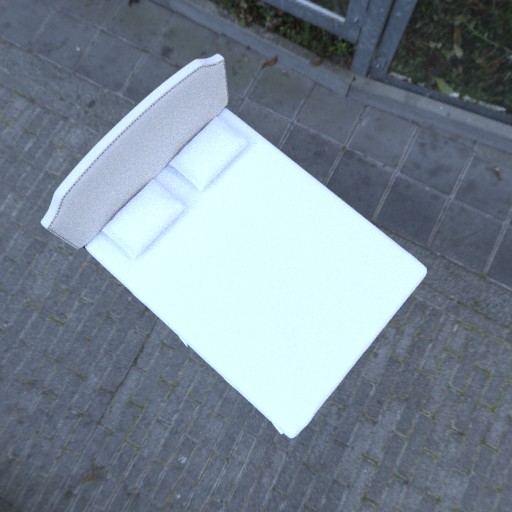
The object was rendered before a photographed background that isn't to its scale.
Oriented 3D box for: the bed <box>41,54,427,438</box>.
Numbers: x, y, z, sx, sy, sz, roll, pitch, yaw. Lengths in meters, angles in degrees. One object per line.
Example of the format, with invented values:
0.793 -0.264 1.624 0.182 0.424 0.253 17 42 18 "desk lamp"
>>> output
0.000 0.000 2.966 1.999 1.270 1.558 41 79 9 "bed"
